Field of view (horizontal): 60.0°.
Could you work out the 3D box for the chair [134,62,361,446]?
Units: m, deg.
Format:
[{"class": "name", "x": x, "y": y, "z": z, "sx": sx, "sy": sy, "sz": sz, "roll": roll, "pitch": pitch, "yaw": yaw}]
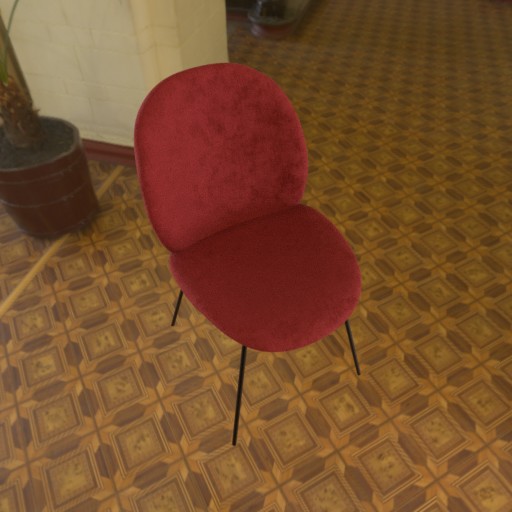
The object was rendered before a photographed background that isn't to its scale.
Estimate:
[{"class": "chair", "x": 0.000, "y": 0.000, "z": 1.172, "sx": 0.458, "sy": 0.791, "sz": 0.587, "roll": -22, "pitch": 51, "yaw": -19}]
